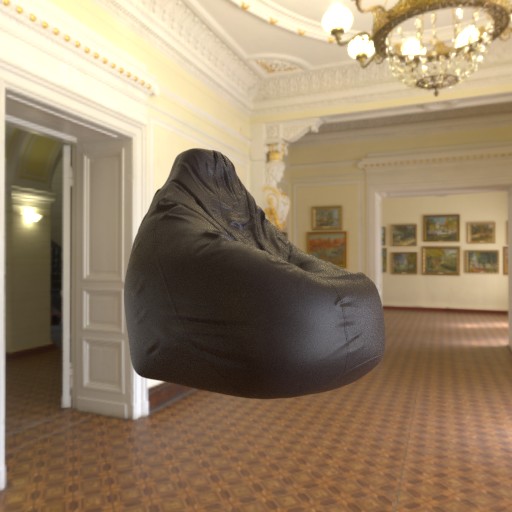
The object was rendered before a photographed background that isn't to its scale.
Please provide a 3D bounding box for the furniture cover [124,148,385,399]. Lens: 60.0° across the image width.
[{"bbox_3d":[0.000,0.000,1.911,1.070,0.990,1.070,0,-1,36],"label":"furniture cover"}]
